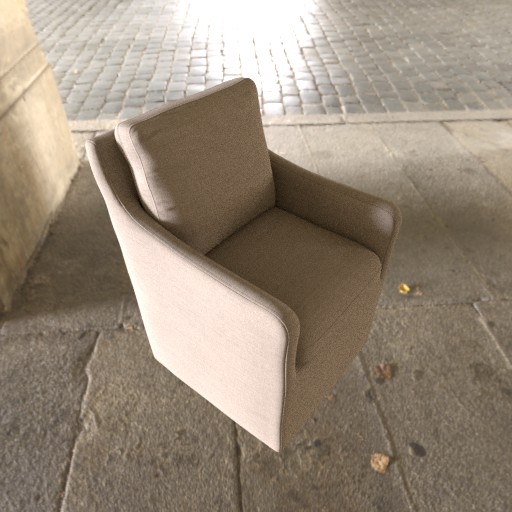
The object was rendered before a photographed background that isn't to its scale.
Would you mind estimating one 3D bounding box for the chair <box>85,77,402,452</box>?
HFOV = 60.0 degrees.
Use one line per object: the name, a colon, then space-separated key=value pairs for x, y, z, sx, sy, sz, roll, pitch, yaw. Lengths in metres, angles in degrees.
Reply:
chair: x=0.000 y=0.000 z=1.412 sx=0.694 sy=0.914 sz=0.626 roll=28 pitch=48 yaw=29
